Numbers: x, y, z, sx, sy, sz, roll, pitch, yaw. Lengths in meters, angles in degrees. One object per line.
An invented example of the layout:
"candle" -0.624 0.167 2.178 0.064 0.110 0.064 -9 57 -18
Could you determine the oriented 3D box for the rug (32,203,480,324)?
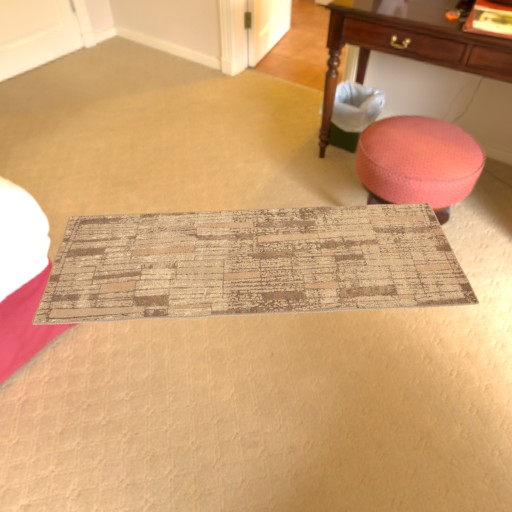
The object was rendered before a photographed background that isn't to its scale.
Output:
"rug" 0.000 0.000 2.637 2.383 0.018 0.857 -2 47 -2
